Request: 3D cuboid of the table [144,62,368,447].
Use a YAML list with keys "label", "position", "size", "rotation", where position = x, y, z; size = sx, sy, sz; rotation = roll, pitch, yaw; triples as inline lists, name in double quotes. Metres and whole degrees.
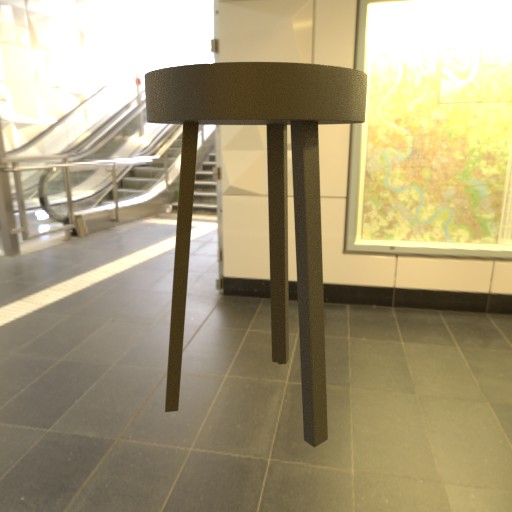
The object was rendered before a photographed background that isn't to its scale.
- label: "table"
  position: [0.000, 0.000, 0.919]
  size: [0.406, 0.686, 0.406]
  rotation: [-2, 15, -9]
